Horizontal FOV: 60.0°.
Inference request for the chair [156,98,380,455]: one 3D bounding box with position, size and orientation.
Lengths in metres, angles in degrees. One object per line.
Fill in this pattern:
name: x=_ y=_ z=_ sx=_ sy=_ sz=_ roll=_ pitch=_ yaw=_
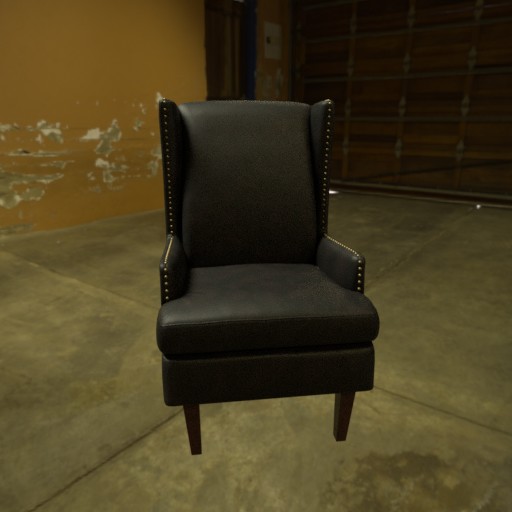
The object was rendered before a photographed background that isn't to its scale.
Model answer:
chair: x=0.000 y=0.000 z=1.664 sx=0.703 sy=1.142 sz=0.799 roll=-2 pitch=16 yaw=-7
